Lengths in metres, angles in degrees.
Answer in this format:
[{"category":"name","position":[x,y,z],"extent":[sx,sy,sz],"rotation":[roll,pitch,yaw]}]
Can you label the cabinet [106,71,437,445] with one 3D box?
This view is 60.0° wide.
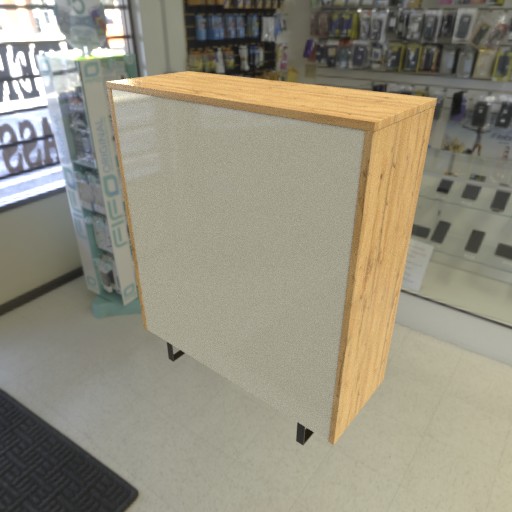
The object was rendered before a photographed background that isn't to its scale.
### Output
[{"category":"cabinet","position":[0.000,0.000,1.957],"extent":[1.168,1.397,0.473],"rotation":[21,35,33]}]
